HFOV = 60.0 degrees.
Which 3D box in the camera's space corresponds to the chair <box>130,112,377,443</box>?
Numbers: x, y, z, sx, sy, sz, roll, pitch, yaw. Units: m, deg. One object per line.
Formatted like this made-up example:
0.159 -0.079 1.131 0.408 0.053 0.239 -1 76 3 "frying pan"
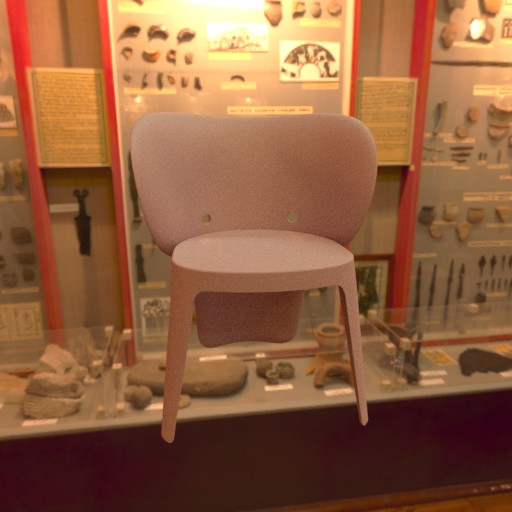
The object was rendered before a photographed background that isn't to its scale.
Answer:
0.000 0.000 0.877 0.451 0.554 0.402 -2 15 -8 "chair"
